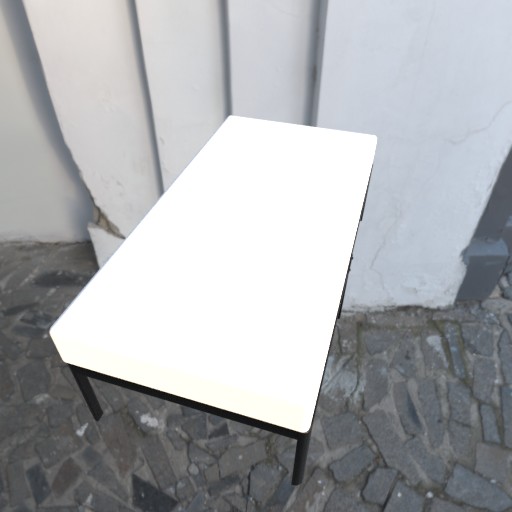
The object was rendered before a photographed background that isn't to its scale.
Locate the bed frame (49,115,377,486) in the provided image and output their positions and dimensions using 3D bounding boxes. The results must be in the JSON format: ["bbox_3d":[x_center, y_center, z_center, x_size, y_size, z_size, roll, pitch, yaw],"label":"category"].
[{"bbox_3d":[0.000,0.000,2.424,1.023,0.659,1.950,12,43,13],"label":"bed frame"}]
